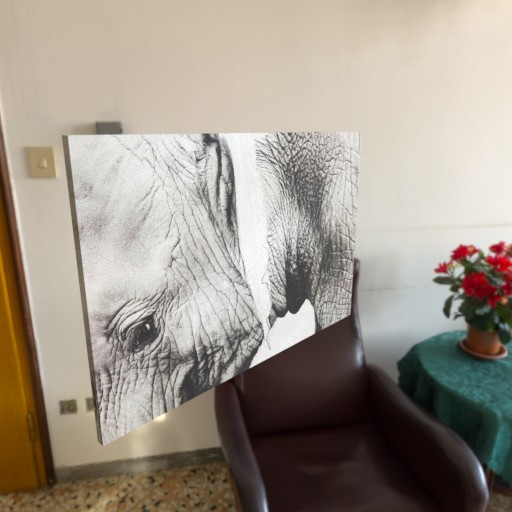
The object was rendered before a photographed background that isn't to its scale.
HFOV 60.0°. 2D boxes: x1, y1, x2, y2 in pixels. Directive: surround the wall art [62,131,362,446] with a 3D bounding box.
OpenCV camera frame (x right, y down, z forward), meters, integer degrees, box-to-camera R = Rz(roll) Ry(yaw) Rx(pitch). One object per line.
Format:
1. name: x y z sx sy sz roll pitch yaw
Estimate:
1. wall art: 0.000 0.000 1.134 0.023 0.607 0.914 15 22 42
